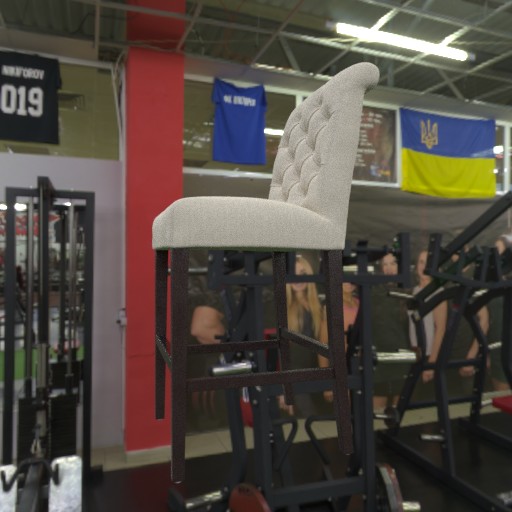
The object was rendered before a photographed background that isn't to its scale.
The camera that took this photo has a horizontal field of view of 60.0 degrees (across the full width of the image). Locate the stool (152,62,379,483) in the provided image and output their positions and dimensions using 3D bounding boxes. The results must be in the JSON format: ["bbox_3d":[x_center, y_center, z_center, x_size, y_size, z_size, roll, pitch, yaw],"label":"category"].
[{"bbox_3d":[0.000,0.000,1.393,0.610,1.118,0.482,0,0,-18],"label":"stool"}]
